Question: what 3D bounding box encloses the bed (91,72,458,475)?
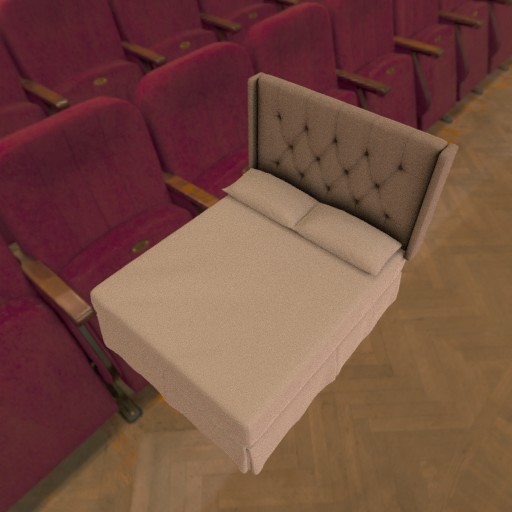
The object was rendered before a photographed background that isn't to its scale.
[{"bbox_3d":[0.000,0.000,3.320,1.719,1.665,2.066,32,54,27],"label":"bed"}]
